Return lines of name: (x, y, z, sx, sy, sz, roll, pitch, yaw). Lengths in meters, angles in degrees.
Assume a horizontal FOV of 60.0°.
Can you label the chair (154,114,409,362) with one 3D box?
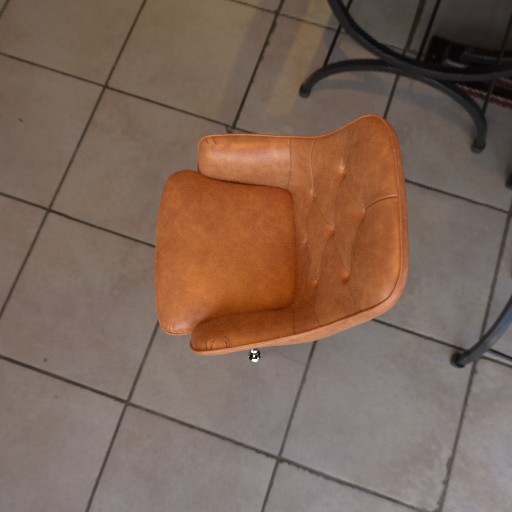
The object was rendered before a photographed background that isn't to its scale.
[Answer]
chair: (0.000, 0.000, 1.320, 0.615, 0.909, 0.628, 0, 77, 0)
